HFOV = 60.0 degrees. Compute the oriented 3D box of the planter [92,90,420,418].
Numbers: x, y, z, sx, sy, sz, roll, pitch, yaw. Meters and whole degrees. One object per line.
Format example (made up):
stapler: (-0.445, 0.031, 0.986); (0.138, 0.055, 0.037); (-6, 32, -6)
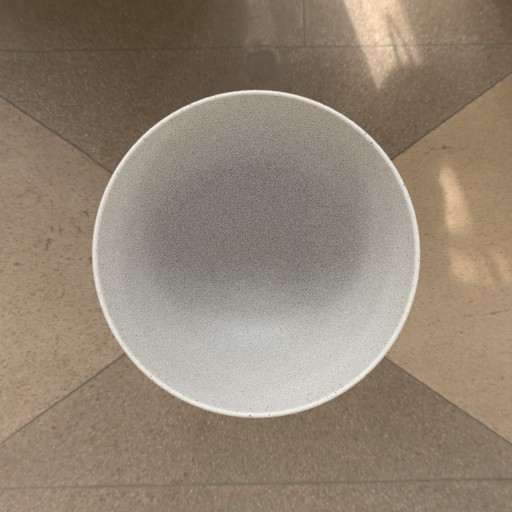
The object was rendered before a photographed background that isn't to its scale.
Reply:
planter: (0.000, 0.000, 0.368); (0.195, 0.214, 0.195); (0, 89, 0)
